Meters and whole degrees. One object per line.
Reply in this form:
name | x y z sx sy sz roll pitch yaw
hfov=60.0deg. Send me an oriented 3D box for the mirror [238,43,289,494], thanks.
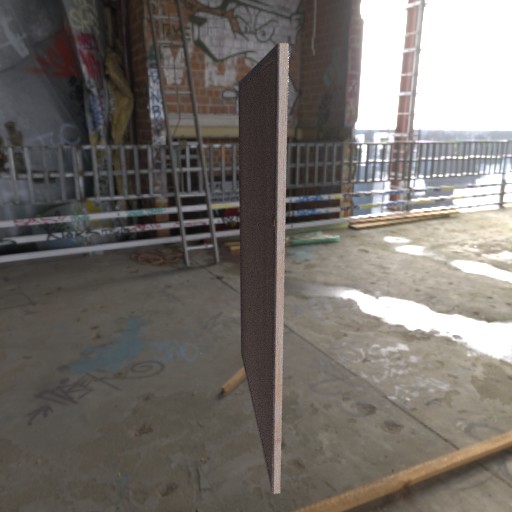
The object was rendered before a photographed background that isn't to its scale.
mirror | 0.000 0.000 1.270 0.025 0.996 0.705 -2 16 -8
